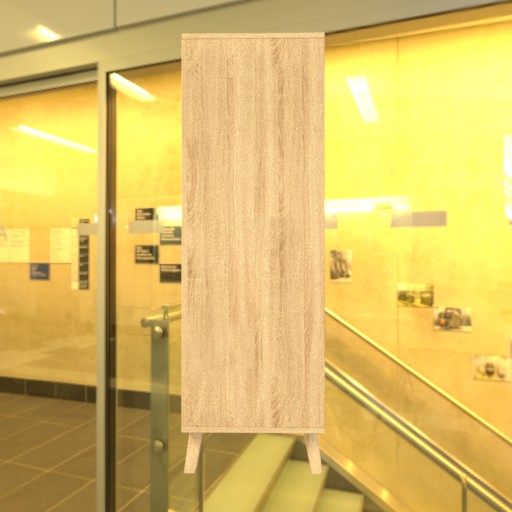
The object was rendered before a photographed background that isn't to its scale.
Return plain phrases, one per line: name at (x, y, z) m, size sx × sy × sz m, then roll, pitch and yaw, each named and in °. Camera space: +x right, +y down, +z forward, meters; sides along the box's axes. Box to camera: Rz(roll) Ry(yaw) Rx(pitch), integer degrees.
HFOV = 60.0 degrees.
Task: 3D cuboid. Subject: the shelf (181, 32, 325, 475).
shelf at (0.000, 0.000, 1.882) m, size 0.450 × 1.390 × 1.000 m, roll 0°, pitch 0°, yaw 1°
